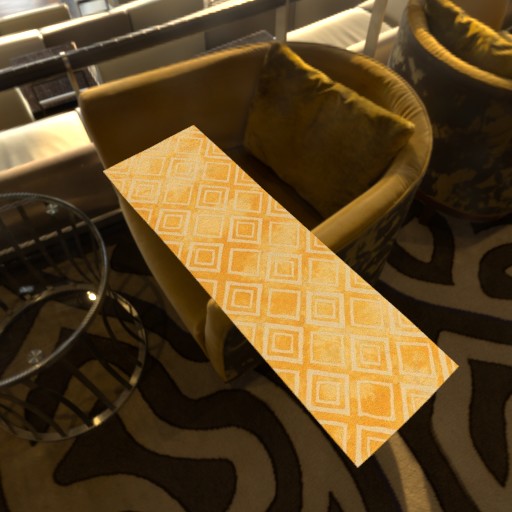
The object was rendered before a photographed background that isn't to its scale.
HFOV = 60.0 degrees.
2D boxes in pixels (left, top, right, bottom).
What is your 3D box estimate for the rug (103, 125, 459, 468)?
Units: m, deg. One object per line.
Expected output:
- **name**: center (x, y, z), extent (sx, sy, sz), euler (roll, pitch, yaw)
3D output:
- **rug**: center (0.000, 0.000, 2.706), extent (0.775, 0.010, 2.438), euler (-34, 63, -20)
